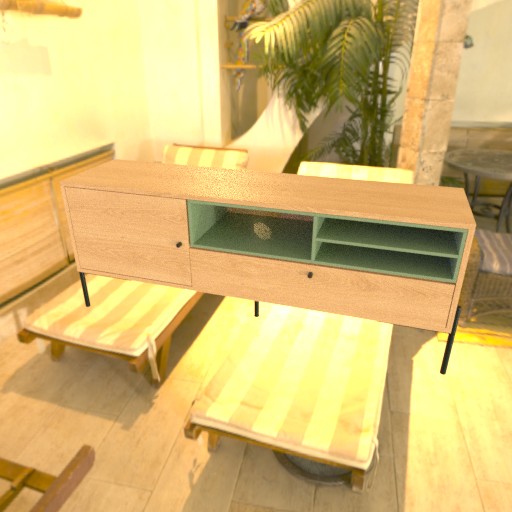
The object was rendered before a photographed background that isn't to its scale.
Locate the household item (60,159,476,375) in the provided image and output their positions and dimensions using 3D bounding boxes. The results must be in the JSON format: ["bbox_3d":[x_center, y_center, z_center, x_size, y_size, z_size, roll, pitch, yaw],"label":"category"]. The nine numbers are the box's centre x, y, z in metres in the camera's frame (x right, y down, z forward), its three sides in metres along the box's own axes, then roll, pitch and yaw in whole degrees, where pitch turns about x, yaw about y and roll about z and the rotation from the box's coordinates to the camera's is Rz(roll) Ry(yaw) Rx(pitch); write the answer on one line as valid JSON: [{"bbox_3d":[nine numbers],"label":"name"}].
[{"bbox_3d":[0.000,0.000,1.826,1.550,0.600,0.400,8,27,16],"label":"household item"}]
